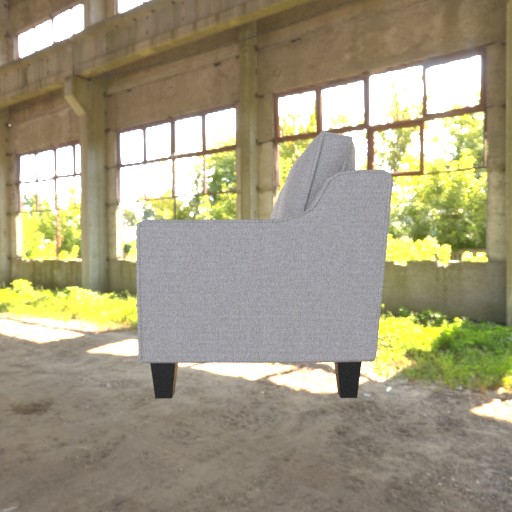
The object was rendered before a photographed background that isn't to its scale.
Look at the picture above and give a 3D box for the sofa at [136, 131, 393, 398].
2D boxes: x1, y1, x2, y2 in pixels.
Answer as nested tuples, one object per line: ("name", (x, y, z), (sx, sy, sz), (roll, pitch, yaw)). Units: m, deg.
("sofa", (0.000, 0.000, 2.535), (0.899, 0.950, 2.129), (0, 1, 0))
